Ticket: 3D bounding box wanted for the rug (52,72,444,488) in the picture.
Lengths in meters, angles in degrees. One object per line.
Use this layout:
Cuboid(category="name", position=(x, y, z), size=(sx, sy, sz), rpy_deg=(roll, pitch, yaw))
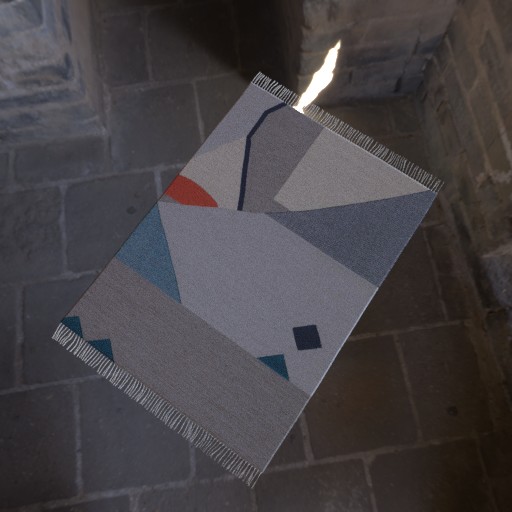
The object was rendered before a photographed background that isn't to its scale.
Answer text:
Cuboid(category="rug", position=(0.000, 0.000, 2.284), size=(1.220, 0.005, 1.828), rpy_deg=(34, 78, 8))
